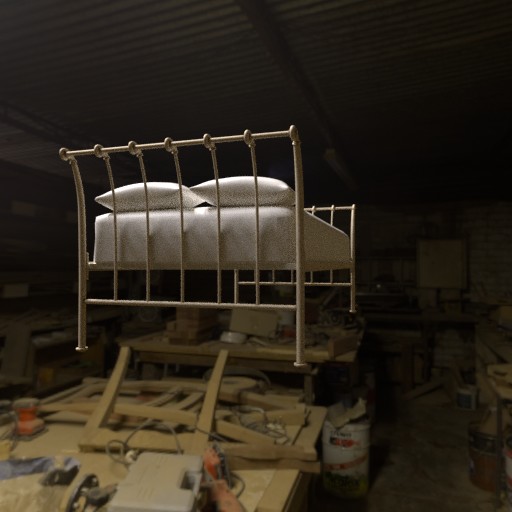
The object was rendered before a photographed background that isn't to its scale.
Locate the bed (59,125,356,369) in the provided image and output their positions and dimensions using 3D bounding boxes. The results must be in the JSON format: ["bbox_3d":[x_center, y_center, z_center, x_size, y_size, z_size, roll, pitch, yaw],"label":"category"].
[{"bbox_3d":[0.000,0.000,2.734,1.032,0.873,2.228,0,-1,18],"label":"bed"}]
